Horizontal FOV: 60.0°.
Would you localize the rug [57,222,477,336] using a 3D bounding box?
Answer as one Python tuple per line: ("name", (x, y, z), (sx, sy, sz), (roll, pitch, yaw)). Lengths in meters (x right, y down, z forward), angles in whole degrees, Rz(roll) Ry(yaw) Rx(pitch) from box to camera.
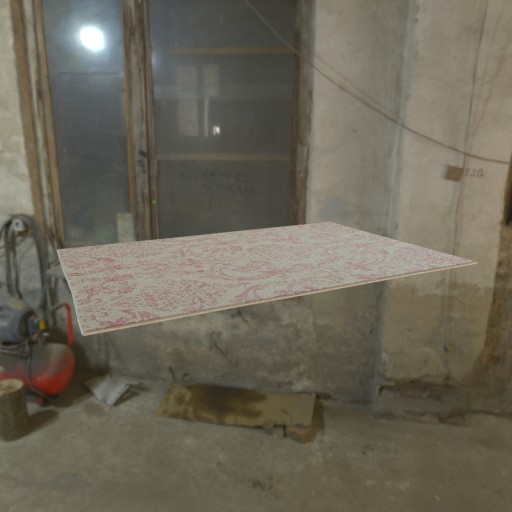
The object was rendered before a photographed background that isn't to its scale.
("rug", (0.000, 0.000, 2.315), (1.839, 0.012, 1.219), (-7, 17, -26))
